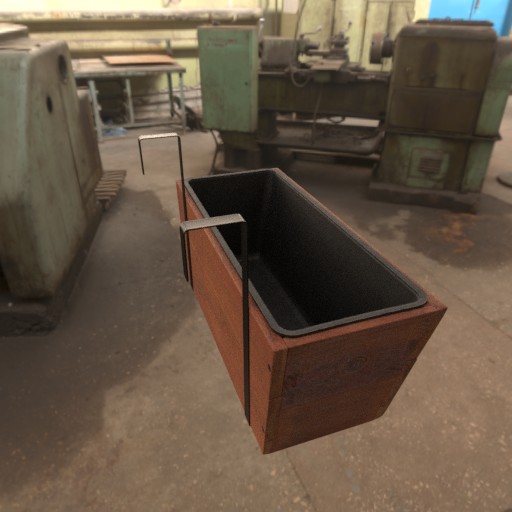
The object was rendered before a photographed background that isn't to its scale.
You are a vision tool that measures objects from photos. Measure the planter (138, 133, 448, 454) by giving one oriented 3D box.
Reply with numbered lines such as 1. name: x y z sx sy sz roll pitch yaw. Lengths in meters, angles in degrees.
1. planter: 0.000 0.000 0.648 0.262 0.289 0.480 -10 32 -17
